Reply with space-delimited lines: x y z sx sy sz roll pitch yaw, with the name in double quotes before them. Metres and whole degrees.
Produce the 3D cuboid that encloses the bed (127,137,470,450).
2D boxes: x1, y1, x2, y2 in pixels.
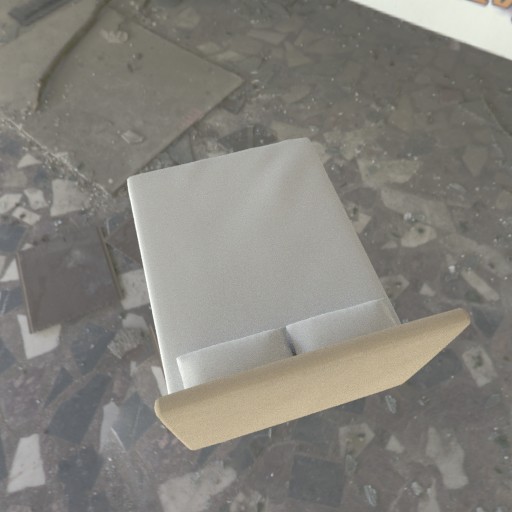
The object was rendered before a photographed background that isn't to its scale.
"bed" 0.000 0.000 3.210 1.723 1.330 2.142 -15 61 -8
